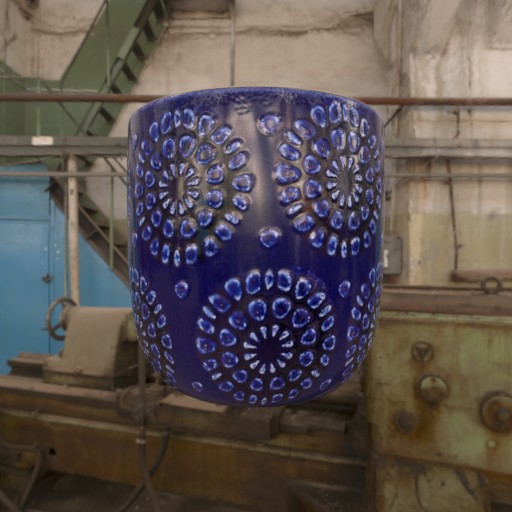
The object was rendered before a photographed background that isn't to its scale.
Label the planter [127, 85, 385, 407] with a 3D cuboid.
[{"bbox_3d":[0.000,0.000,0.196,0.109,0.112,0.109,0,1,0],"label":"planter"}]
